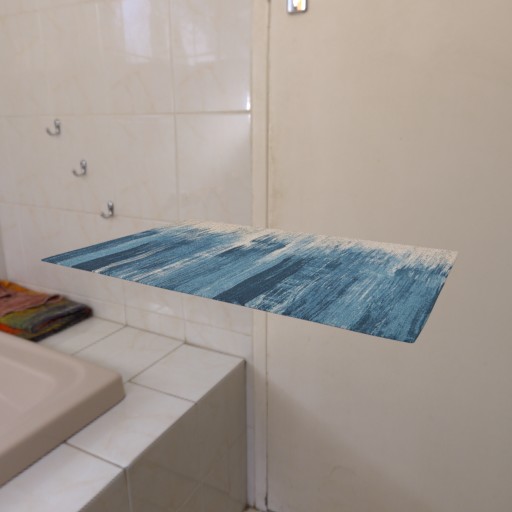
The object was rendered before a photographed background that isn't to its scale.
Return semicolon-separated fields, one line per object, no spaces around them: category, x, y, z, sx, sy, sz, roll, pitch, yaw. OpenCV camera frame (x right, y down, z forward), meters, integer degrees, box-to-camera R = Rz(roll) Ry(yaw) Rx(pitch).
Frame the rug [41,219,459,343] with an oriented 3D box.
rug;0.000;0.000;2.318;1.836;0.009;1.232;9;18;28
